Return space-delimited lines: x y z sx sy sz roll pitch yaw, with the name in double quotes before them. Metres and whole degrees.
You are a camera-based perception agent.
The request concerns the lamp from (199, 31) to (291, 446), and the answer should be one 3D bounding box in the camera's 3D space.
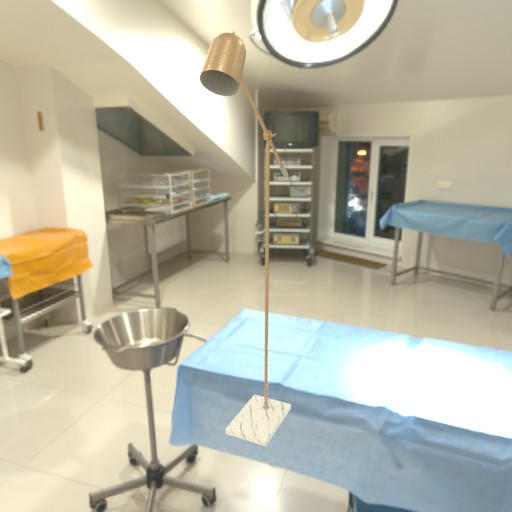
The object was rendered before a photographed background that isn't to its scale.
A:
"lamp" 0.000 0.000 1.799 0.194 1.594 0.653 7 17 24
